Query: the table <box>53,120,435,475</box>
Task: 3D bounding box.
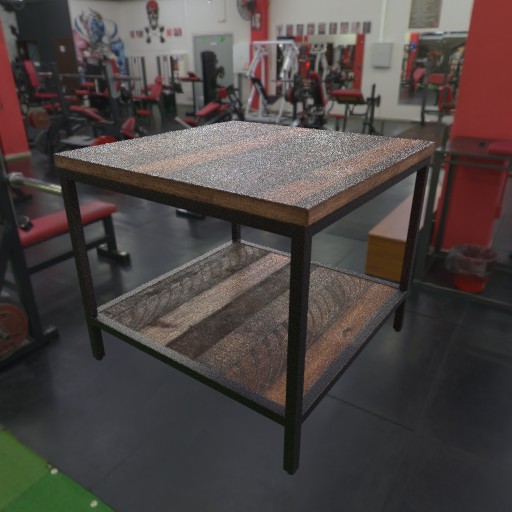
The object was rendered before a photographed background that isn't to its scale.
[{"bbox_3d":[0.000,0.000,0.994,0.553,0.482,0.548,17,30,32],"label":"table"}]
